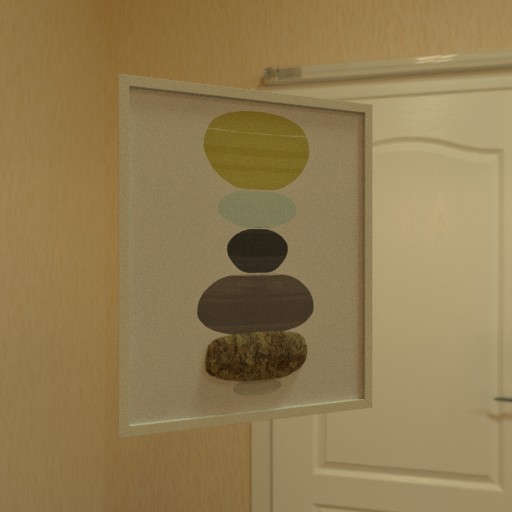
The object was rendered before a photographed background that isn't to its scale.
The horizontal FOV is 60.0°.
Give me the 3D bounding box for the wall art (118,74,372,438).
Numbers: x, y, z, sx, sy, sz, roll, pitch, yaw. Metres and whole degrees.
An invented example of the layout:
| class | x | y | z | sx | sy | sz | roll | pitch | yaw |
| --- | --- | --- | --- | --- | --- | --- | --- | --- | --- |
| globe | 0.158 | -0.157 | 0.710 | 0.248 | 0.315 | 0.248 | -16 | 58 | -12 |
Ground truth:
| class | x | y | z | sx | sy | sz | roll | pitch | yaw |
| --- | --- | --- | --- | --- | --- | --- | --- | --- | --- |
| wall art | 0.000 | 0.000 | 1.032 | 0.611 | 0.763 | 0.055 | 0 | 0 | -18 |
